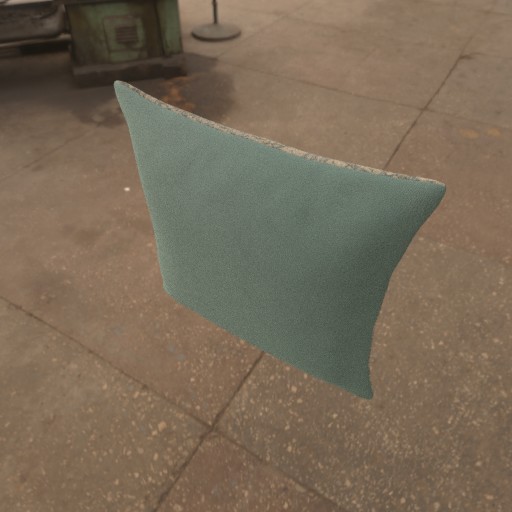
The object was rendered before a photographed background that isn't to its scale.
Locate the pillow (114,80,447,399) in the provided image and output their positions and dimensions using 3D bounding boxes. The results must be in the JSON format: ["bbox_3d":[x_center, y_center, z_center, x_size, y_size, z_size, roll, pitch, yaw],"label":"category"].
[{"bbox_3d":[0.000,0.000,0.779,0.526,0.507,0.166,24,49,23],"label":"pillow"}]
